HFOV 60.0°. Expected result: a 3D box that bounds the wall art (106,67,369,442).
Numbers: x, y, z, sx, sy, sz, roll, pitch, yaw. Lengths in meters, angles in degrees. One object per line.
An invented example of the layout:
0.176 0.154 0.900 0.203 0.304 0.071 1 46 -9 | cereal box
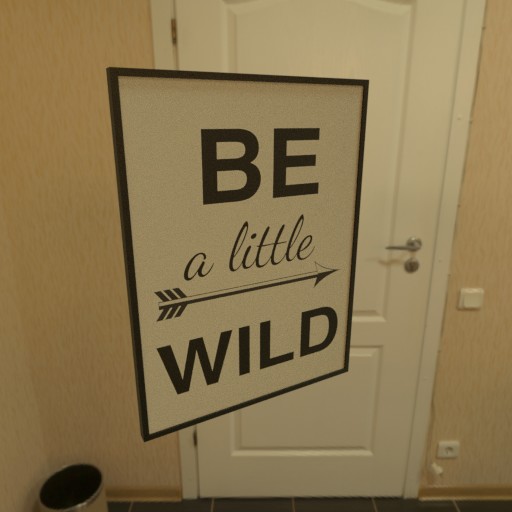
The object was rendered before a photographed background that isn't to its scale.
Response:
0.000 0.000 1.399 0.806 1.062 0.038 -10 20 -28 | wall art
